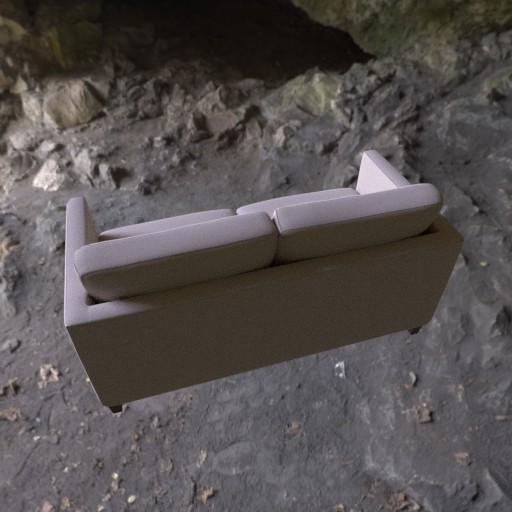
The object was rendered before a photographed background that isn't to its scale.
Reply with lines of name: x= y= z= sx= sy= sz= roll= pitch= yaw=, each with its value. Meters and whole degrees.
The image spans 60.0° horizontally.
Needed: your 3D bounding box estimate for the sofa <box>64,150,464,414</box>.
sofa: x=0.000 y=0.000 z=2.247 sx=1.722 sy=0.888 sz=0.873 roll=-12 pitch=44 yaw=-12
